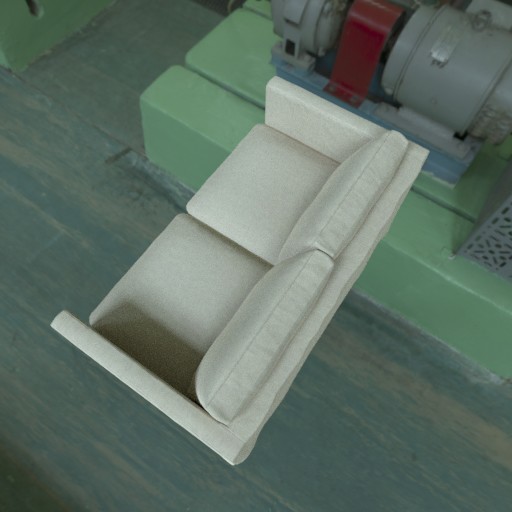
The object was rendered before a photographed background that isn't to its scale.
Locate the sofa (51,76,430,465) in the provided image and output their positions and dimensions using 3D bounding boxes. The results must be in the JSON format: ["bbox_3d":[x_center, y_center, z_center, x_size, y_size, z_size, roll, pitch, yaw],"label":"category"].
[{"bbox_3d":[0.000,0.000,2.249,0.962,0.835,1.719,31,68,14],"label":"sofa"}]
